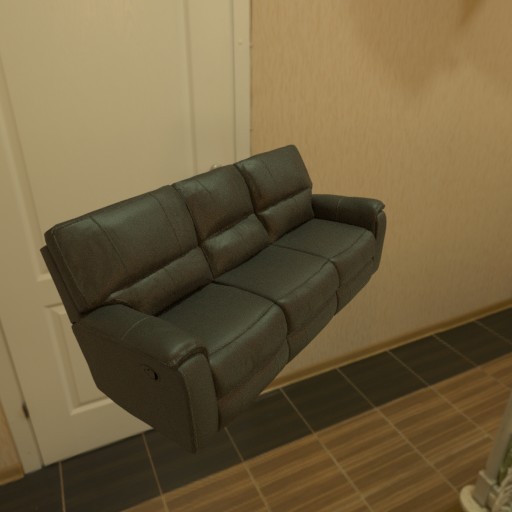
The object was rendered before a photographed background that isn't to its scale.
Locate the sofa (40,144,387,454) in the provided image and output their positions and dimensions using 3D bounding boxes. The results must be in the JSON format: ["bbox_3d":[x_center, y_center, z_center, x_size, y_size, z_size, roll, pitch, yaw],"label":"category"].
[{"bbox_3d":[0.000,0.000,3.190,1.104,1.134,2.627,17,31,31],"label":"sofa"}]
